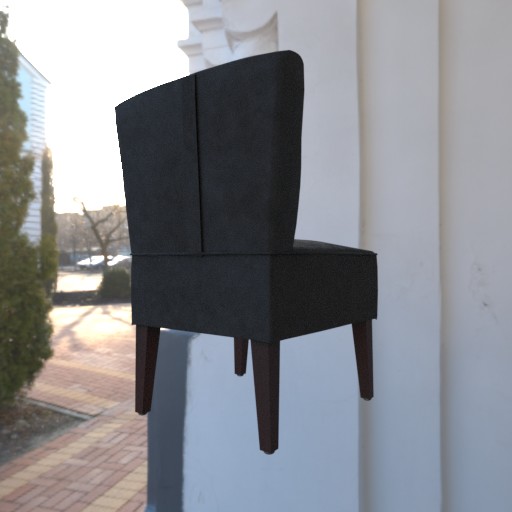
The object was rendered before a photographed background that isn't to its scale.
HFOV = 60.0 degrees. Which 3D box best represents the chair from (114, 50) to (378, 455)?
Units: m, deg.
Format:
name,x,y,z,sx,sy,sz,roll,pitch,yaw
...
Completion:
name,x,y,z,sx,sy,sz,roll,pitch,yaw
chair,0.000,0.000,1.192,0.521,0.806,0.554,0,-1,36
